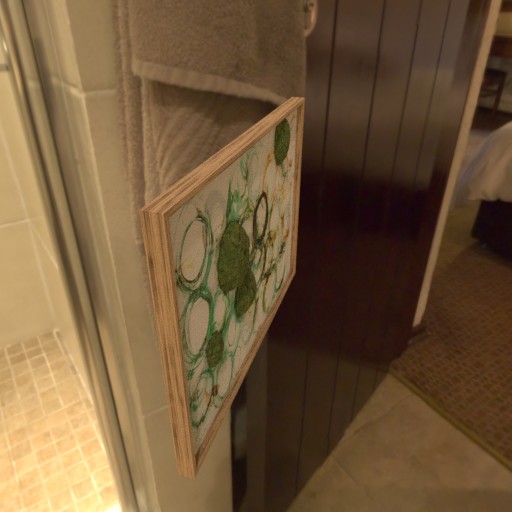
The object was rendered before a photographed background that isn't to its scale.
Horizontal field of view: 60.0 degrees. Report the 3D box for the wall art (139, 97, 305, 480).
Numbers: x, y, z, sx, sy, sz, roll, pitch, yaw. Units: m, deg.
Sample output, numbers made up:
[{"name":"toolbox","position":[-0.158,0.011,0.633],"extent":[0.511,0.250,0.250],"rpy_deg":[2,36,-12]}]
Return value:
[{"name":"wall art","position":[0.000,0.000,1.113],"extent":[0.063,0.609,0.841],"rpy_deg":[10,32,16]}]
